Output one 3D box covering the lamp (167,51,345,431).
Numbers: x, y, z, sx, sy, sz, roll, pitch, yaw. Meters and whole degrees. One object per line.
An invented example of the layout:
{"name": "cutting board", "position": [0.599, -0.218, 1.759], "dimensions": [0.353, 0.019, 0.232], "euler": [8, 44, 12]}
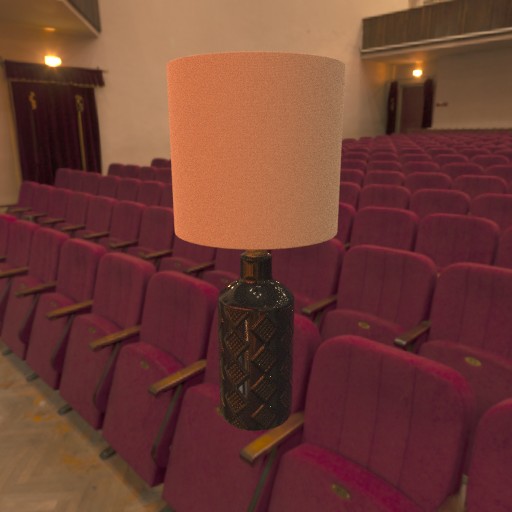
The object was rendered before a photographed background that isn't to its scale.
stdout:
{"name": "lamp", "position": [0.000, 0.000, 0.582], "dimensions": [0.207, 0.461, 0.207], "euler": [-15, 21, -43]}
